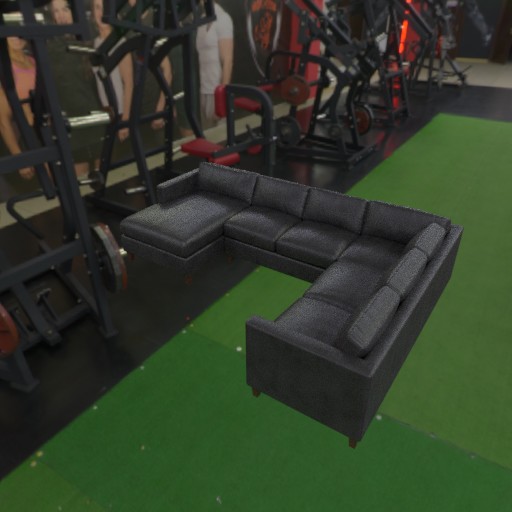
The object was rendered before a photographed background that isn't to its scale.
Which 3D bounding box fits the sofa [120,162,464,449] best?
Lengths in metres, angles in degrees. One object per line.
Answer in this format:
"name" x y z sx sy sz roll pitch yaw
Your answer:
"sofa" 0.000 0.000 4.462 3.324 0.891 2.452 19 35 29
